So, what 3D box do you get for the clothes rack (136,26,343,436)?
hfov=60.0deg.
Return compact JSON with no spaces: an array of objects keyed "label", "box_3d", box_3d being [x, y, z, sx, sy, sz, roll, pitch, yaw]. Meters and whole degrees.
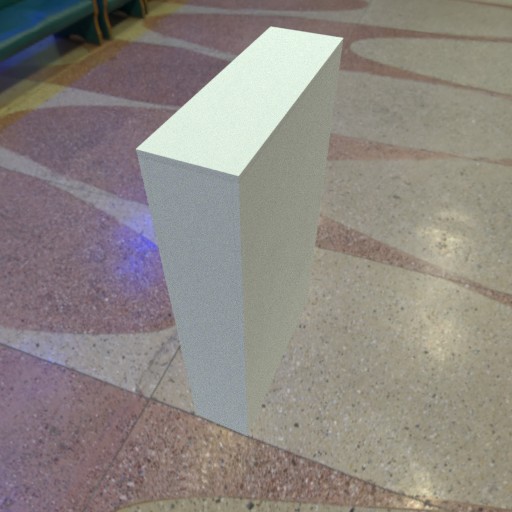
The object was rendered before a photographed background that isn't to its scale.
[{"label":"clothes rack","box_3d":[0.000,0.000,1.592,0.250,1.280,0.750,17,49,16]}]
